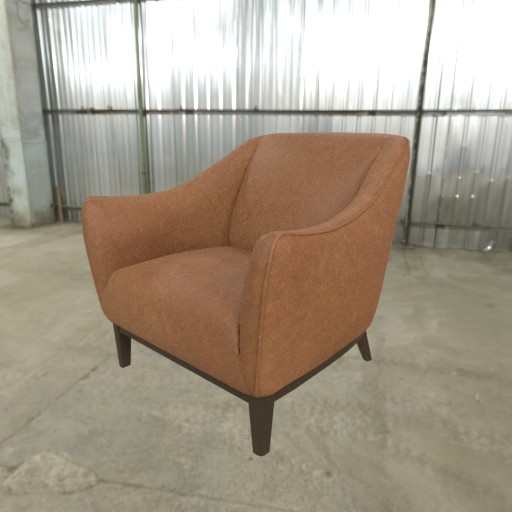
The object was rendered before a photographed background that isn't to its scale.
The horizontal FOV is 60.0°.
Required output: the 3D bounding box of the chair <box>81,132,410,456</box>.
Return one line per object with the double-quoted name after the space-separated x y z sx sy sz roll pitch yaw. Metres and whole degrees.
0.000 0.000 1.543 0.871 0.830 0.852 14 21 41 "chair"
